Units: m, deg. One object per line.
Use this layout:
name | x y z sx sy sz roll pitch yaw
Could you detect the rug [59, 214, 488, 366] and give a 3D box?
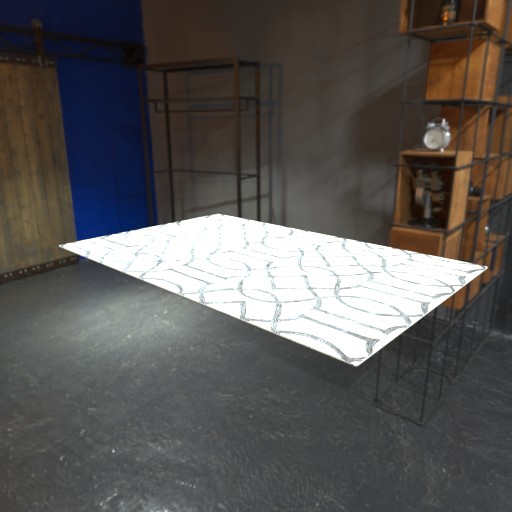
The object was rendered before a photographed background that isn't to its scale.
rug | 0.000 0.000 2.875 2.365 0.017 1.521 15 22 40
